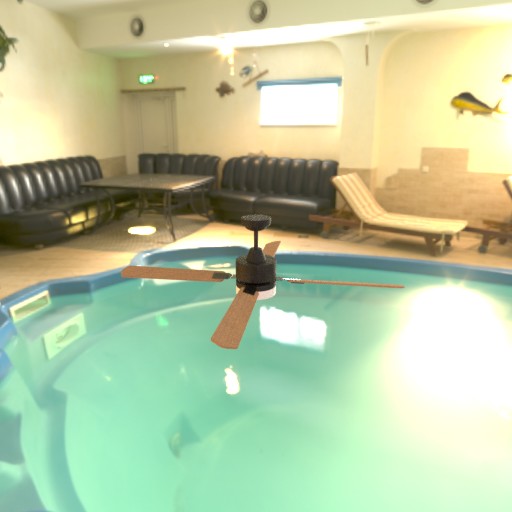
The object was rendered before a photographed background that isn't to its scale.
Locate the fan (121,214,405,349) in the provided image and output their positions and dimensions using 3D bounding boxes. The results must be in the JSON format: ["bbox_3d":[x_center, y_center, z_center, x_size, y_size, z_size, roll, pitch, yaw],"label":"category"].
[{"bbox_3d":[0.000,0.000,2.015,1.320,0.355,1.320,3,17,9],"label":"fan"}]
